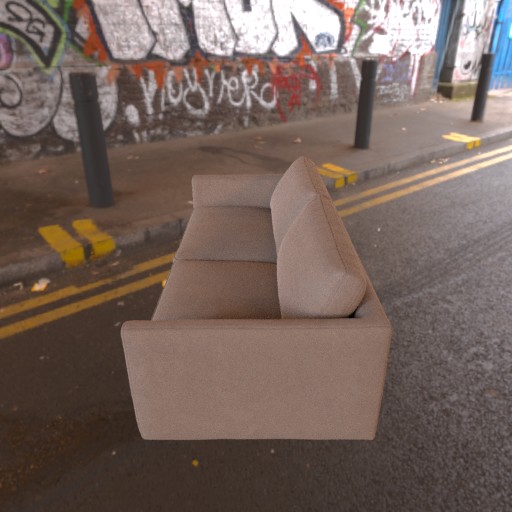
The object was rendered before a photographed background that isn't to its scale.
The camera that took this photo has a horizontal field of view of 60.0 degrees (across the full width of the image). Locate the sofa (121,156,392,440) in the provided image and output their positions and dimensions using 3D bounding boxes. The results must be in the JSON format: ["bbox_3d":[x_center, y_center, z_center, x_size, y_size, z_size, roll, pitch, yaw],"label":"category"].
[{"bbox_3d":[0.000,0.000,2.836,1.090,0.838,2.588,0,26,0],"label":"sofa"}]
